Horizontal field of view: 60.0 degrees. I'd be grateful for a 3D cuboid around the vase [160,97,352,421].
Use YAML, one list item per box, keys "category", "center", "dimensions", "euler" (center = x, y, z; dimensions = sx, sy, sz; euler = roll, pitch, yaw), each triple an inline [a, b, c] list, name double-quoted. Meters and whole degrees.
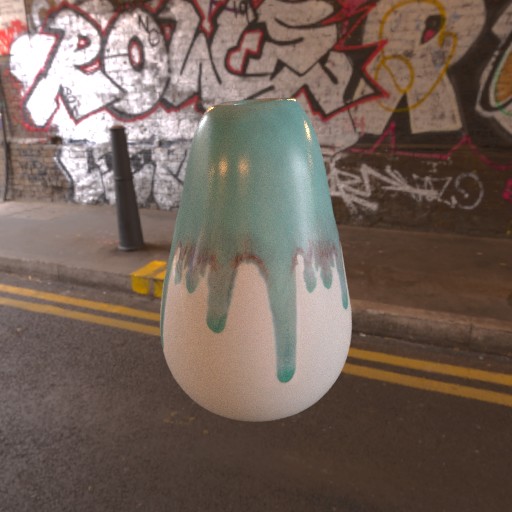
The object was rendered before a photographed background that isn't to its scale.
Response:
- category: "vase"
  center: [0.000, 0.000, 0.263]
  dimensions: [0.116, 0.179, 0.116]
  euler: [0, 16, 0]
